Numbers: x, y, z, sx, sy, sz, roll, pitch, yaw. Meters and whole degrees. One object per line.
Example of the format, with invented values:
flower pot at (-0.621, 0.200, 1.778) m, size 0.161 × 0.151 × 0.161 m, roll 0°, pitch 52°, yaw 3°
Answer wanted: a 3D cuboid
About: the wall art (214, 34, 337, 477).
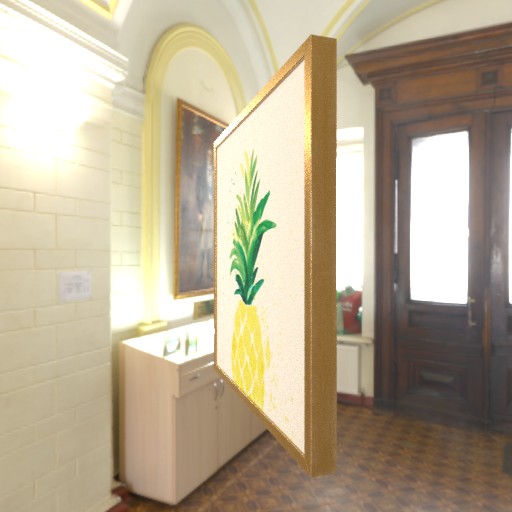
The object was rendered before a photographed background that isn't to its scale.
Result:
wall art at (0.000, 0.000, 0.756) m, size 0.033 × 0.509 × 0.510 m, roll 0°, pitch 0°, yaw -18°
